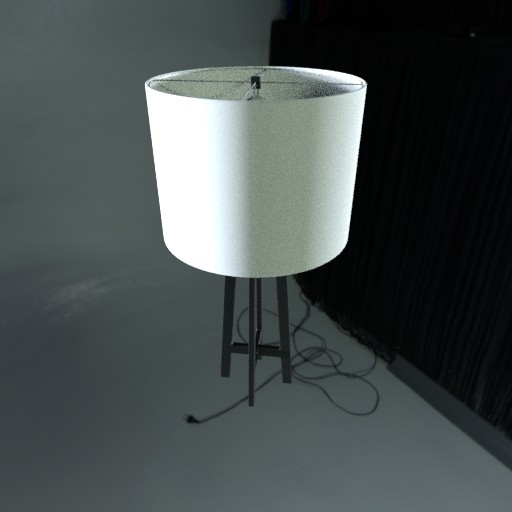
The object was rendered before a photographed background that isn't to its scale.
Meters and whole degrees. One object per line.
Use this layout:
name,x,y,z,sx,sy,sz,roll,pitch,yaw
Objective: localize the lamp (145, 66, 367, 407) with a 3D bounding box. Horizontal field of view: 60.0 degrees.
lamp,0.000,0.000,0.646,0.257,0.489,0.257,-21,36,-32
